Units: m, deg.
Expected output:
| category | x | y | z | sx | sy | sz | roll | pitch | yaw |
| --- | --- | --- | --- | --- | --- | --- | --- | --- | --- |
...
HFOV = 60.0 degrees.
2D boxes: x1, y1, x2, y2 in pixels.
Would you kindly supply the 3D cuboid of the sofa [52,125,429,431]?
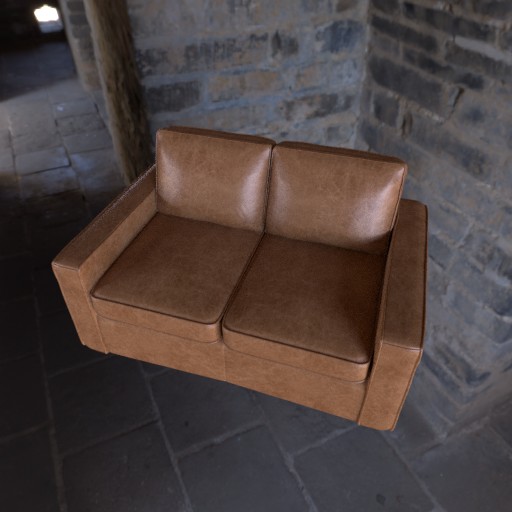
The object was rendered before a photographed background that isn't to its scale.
| category | x | y | z | sx | sy | sz | roll | pitch | yaw |
| --- | --- | --- | --- | --- | --- | --- | --- | --- | --- |
| sofa | 0.000 | 0.000 | 2.131 | 1.532 | 0.896 | 1.020 | 12 | 41 | 14 |
